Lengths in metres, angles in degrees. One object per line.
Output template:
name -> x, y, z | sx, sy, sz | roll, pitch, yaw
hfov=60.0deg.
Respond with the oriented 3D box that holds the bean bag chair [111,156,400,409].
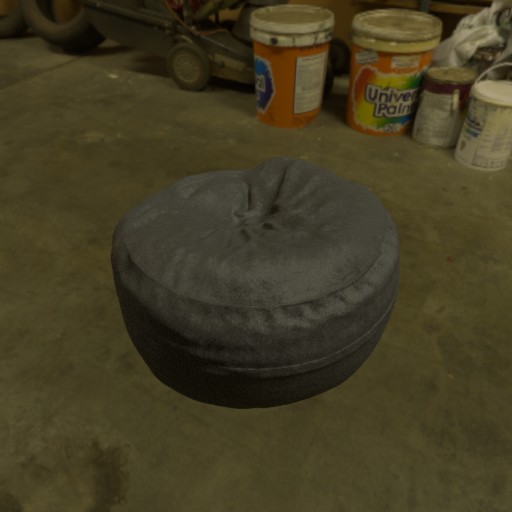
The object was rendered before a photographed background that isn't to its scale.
bean bag chair -> 0.000, 0.000, 2.409 | 1.525, 0.751, 1.525 | 0, 40, 0
